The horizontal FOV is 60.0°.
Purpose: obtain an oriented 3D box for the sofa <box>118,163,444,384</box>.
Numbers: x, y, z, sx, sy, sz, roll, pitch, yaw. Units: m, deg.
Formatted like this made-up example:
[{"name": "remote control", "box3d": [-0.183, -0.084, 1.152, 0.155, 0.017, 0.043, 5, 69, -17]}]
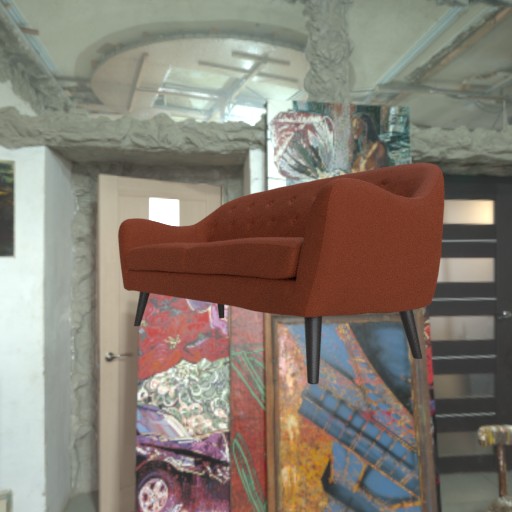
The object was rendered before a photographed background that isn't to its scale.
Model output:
[{"name": "sofa", "box3d": [0.000, 0.000, 2.253, 0.820, 0.836, 1.840, 0, 0, -37]}]
